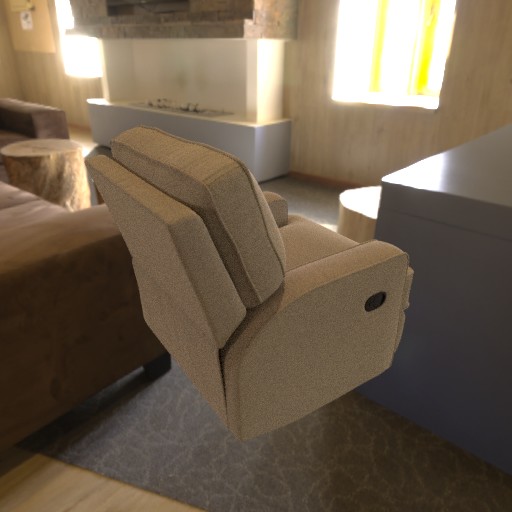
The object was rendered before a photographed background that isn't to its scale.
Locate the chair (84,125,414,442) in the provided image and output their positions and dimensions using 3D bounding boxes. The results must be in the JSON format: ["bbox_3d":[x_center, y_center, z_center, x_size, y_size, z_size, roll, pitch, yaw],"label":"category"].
[{"bbox_3d":[0.000,0.000,1.683,0.969,0.964,0.861,-16,30,-30],"label":"chair"}]
